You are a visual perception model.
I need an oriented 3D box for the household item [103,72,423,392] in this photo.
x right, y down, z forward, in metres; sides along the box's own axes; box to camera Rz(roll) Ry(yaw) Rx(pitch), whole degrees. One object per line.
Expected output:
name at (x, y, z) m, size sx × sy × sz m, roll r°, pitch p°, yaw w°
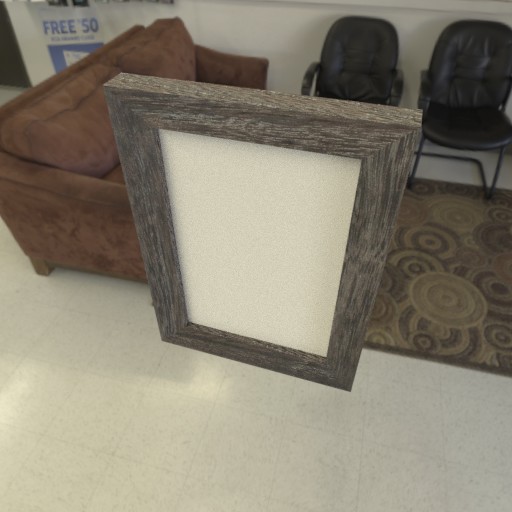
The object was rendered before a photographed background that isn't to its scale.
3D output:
household item at (0.000, 0.000, 0.244) m, size 0.133 × 0.180 × 0.020 m, roll 12°, pitch 43°, yaw 13°
